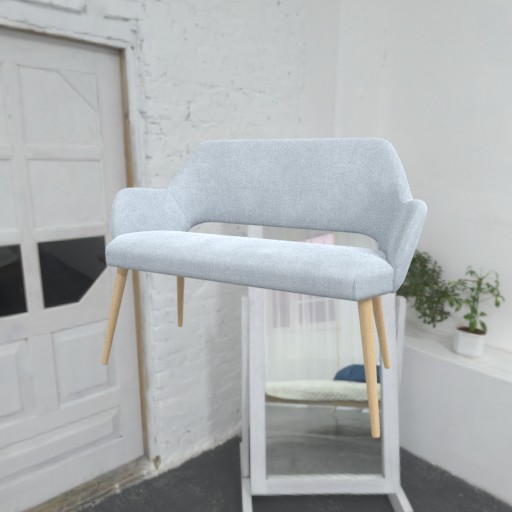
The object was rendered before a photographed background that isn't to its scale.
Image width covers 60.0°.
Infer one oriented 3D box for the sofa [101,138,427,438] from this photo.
[{"bbox_3d":[0.000,0.000,1.615,1.150,0.840,0.610,6,14,25],"label":"sofa"}]
